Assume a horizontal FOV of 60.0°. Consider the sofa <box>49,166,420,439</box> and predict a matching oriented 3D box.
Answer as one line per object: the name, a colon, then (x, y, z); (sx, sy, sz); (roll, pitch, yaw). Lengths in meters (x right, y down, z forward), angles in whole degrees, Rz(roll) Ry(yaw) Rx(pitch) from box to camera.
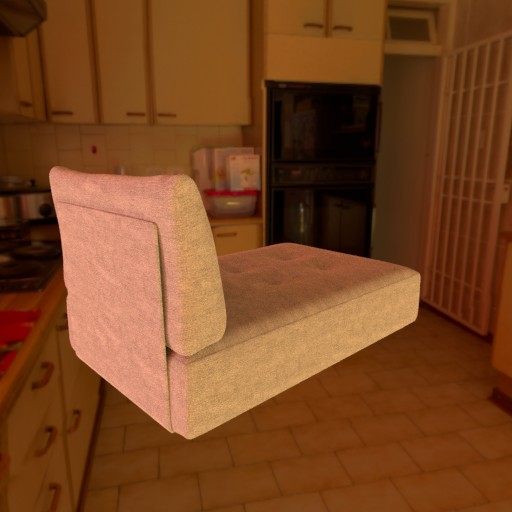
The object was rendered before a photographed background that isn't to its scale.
sofa: (0.000, 0.000, 2.014); (1.450, 0.820, 0.930); (-13, 18, -42)
